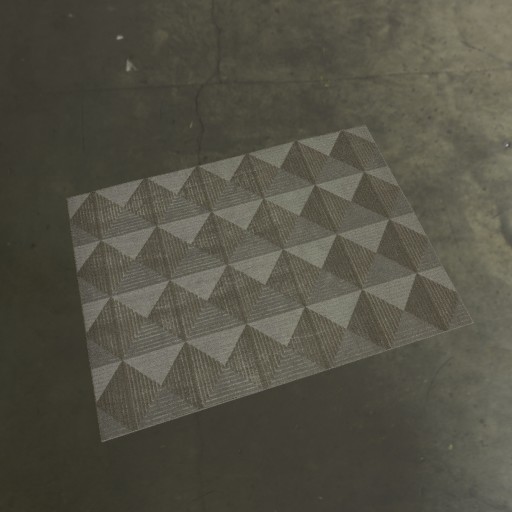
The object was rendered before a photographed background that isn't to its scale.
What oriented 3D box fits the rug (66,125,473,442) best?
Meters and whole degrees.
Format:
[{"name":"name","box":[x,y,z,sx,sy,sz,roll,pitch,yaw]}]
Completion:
[{"name":"rug","box":[0.000,0.000,4.263,3.333,0.027,2.428,-16,65,-8]}]
